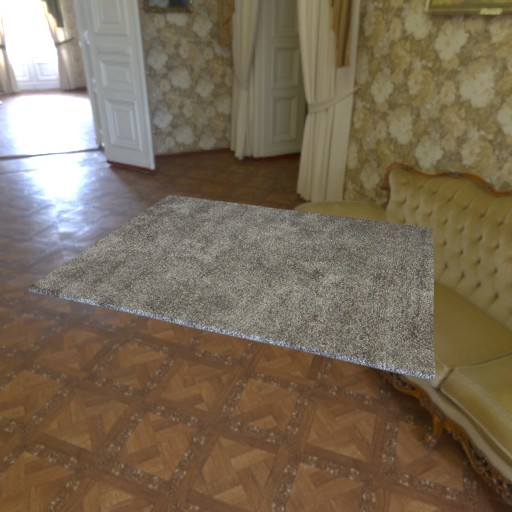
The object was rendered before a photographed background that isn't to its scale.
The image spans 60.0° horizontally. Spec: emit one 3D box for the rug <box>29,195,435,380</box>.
[{"bbox_3d":[0.000,0.000,2.120,1.601,0.025,1.198,9,29,17],"label":"rug"}]
